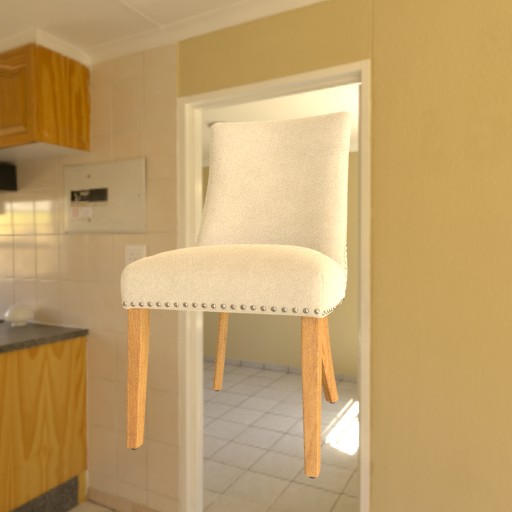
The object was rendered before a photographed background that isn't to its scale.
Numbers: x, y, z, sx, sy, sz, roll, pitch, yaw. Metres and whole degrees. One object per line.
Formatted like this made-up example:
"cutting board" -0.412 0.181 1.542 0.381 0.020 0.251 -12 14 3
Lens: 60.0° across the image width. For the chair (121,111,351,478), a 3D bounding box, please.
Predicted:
"chair" 0.000 0.000 1.236 0.495 0.902 0.610 0 1 18
